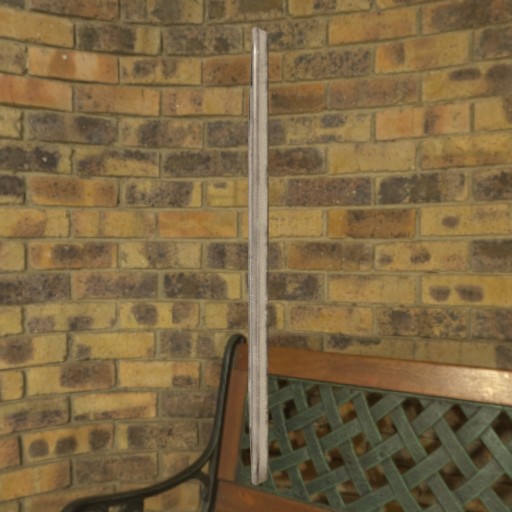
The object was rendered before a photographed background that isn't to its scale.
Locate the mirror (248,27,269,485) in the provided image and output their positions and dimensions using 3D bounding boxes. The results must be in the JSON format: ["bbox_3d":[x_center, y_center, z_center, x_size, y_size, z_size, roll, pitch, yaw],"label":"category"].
[{"bbox_3d":[0.000,0.000,0.873,0.024,0.713,0.461,0,0,-2],"label":"mirror"}]
